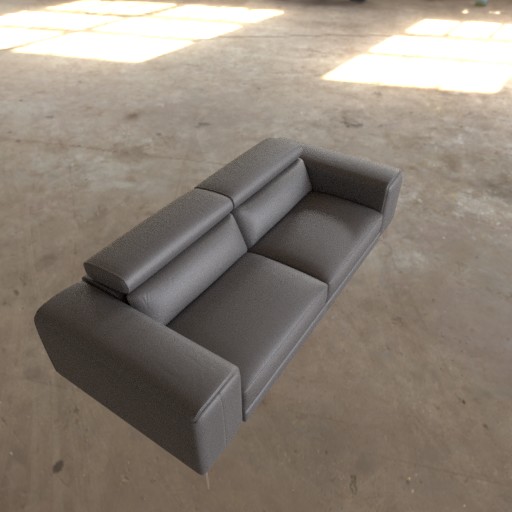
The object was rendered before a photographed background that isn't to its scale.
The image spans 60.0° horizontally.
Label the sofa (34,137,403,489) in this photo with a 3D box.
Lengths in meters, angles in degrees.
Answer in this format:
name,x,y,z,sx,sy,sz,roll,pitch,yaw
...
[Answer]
name,x,y,z,sx,sy,sz,roll,pitch,yaw
sofa,0.000,0.000,2.720,1.023,0.759,2.321,23,45,25
